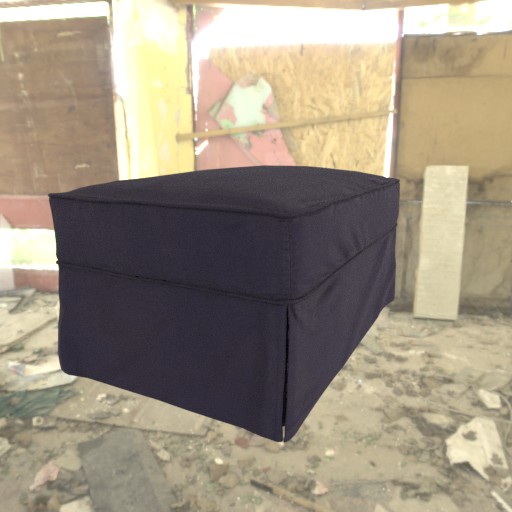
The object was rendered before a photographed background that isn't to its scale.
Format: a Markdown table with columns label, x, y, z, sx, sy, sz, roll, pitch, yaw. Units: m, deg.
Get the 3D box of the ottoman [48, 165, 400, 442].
| label | x | y | z | sx | sy | sz | roll | pitch | yaw |
| --- | --- | --- | --- | --- | --- | --- | --- | --- | --- |
| ottoman | 0.000 | 0.000 | 1.277 | 0.637 | 0.503 | 0.938 | 7 | 16 | 27 |
